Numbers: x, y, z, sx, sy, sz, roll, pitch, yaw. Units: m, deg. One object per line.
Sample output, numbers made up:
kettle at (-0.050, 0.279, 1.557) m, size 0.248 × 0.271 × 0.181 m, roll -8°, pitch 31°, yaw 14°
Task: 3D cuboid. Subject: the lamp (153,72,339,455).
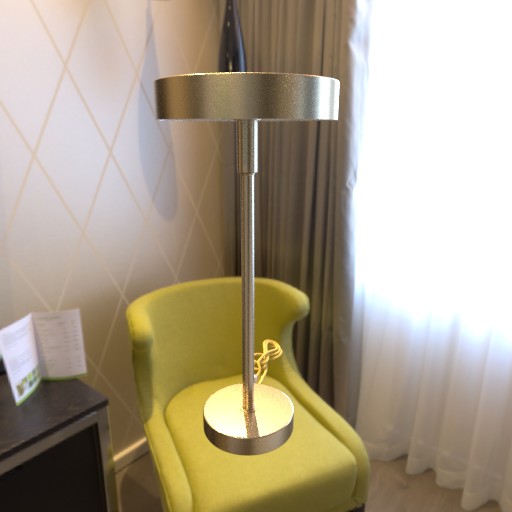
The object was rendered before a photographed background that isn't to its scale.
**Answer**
lamp at (0.000, 0.000, 0.690) m, size 0.229 × 0.508 × 0.369 m, roll 3°, pitch 16°, yaw 9°
